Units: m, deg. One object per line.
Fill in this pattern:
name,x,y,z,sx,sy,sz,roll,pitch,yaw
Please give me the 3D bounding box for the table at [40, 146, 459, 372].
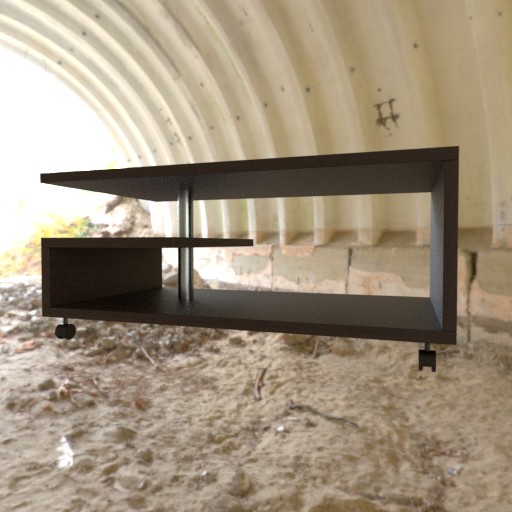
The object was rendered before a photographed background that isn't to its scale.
table,0.000,0.000,1.328,1.050,0.460,0.590,1,2,19
